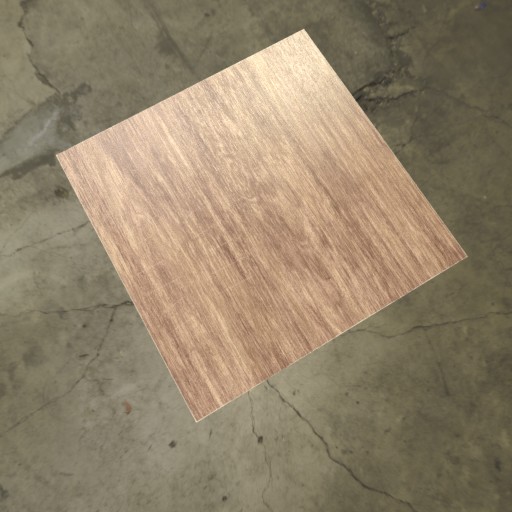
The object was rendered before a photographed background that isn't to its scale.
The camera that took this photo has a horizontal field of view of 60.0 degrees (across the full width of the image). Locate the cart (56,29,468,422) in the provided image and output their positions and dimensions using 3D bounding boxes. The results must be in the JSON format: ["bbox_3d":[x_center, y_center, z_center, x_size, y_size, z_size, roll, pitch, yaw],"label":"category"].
[{"bbox_3d":[0.000,0.000,1.137,0.520,0.762,0.521,-30,78,-7],"label":"cart"}]
